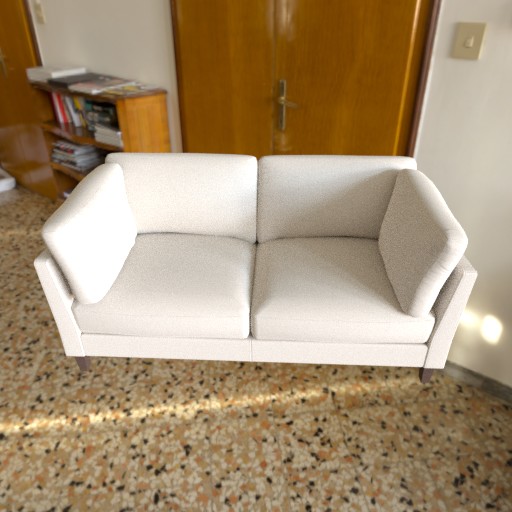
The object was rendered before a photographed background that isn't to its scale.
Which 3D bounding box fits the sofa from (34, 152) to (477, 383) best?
[{"bbox_3d":[0.000,0.000,2.239,1.776,0.836,0.970,1,30,2],"label":"sofa"}]
